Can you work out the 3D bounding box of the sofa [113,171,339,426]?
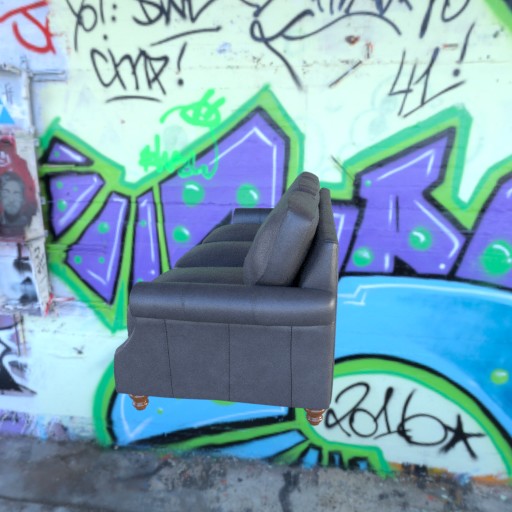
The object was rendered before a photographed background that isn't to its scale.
[{"bbox_3d":[0.000,0.000,2.877,0.974,0.977,2.387,2,14,8],"label":"sofa"}]
